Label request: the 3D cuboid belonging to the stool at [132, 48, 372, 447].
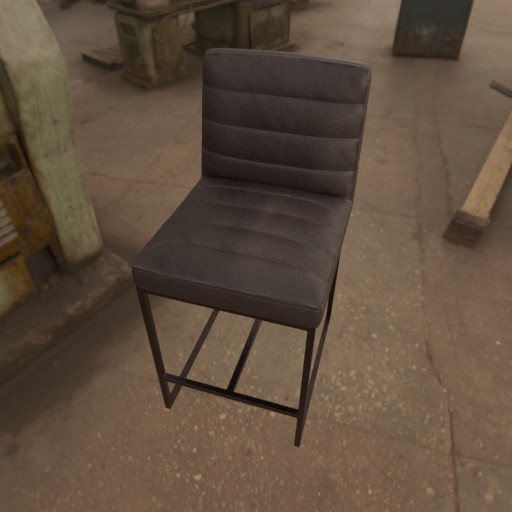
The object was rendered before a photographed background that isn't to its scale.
[{"bbox_3d":[0.000,0.000,1.250,0.463,0.946,0.562,11,42,13],"label":"stool"}]
